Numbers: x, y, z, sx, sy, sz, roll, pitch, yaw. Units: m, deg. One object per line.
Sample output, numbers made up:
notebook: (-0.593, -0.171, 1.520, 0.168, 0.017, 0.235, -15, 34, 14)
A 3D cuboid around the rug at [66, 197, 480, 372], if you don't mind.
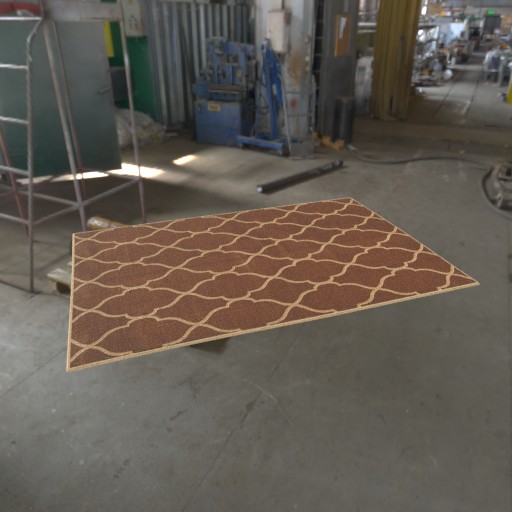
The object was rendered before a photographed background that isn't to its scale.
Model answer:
rug: (0.000, 0.000, 2.914, 2.290, 0.014, 1.526, -9, 29, -17)
